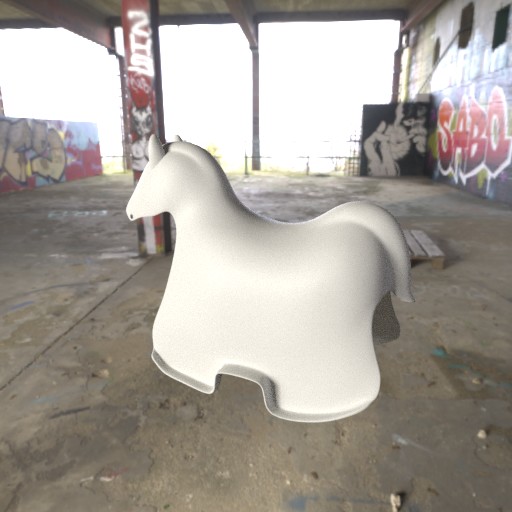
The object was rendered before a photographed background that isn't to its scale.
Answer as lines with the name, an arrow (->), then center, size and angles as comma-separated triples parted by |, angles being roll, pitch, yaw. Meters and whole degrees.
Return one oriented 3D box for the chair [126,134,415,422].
chair -> 0.000, 0.000, 1.155 | 0.800, 0.612, 0.429 | 7, 17, 24
